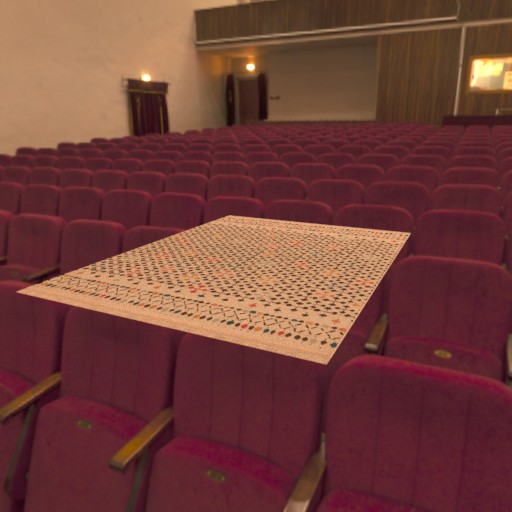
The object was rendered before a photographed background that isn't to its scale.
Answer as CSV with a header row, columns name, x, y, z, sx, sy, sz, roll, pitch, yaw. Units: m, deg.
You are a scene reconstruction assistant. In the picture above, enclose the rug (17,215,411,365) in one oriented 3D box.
name,x,y,z,sx,sy,sz,roll,pitch,yaw
rug,0.000,0.000,2.013,1.146,0.006,1.556,8,18,25
